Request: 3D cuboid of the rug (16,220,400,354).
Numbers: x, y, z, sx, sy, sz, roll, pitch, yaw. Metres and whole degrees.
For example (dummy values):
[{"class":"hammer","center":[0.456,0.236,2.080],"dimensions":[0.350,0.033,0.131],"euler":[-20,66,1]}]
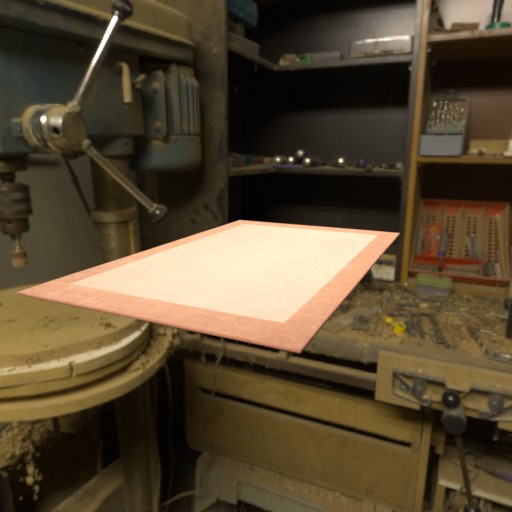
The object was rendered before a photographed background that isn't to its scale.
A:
[{"class":"rug","center":[0.000,0.000,2.983],"dimensions":[1.524,0.014,2.438],"euler":[7,16,25]}]
